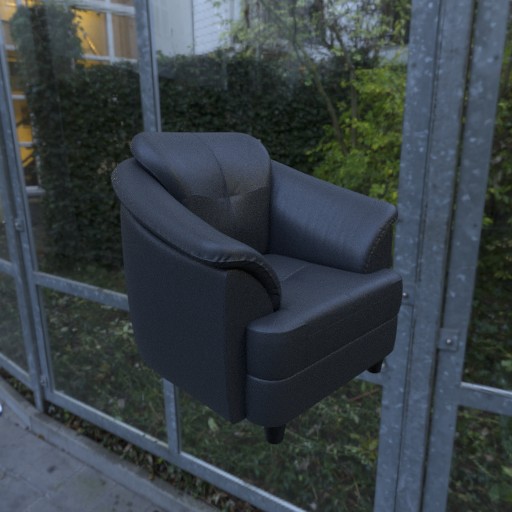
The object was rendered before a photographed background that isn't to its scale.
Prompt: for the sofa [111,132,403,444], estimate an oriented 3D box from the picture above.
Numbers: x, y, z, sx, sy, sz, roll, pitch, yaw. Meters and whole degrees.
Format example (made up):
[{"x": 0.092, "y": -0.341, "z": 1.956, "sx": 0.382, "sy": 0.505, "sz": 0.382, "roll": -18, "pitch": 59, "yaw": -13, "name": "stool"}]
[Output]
[{"x": 0.000, "y": 0.000, "z": 1.502, "sx": 0.794, "sy": 0.811, "sz": 0.870, "roll": 15, "pitch": 21, "yaw": 43, "name": "sofa"}]
